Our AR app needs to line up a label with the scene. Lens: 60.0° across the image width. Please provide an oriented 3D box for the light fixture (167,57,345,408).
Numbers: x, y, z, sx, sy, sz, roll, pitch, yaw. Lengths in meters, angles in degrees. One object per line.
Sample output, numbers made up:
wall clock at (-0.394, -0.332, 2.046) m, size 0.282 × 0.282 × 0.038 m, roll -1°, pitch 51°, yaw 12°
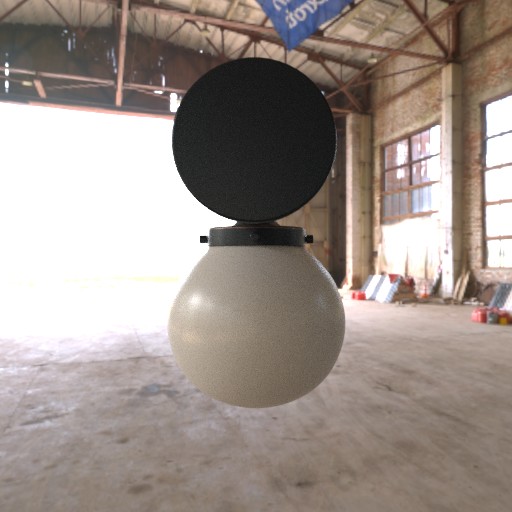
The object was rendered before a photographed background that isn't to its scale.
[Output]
light fixture at (0.000, 0.000, 0.483) m, size 0.197 × 0.332 × 0.230 m, roll 0°, pitch 0°, yaw 1°
